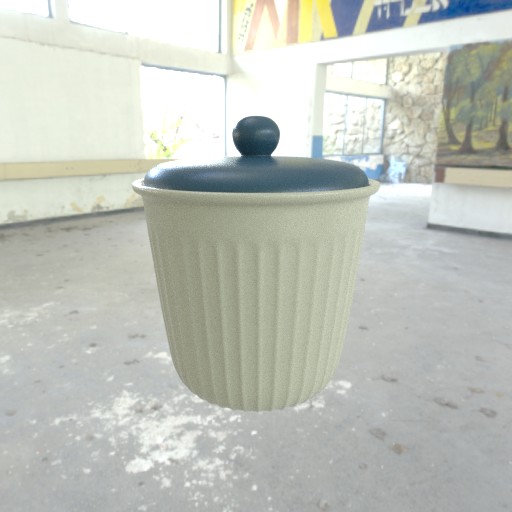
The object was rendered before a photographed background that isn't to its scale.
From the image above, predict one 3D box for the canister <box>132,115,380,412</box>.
[{"bbox_3d":[0.000,0.000,0.348,0.181,0.211,0.181,0,15,0],"label":"canister"}]
